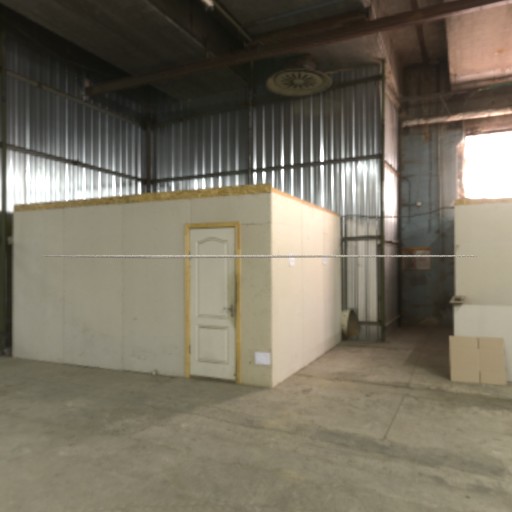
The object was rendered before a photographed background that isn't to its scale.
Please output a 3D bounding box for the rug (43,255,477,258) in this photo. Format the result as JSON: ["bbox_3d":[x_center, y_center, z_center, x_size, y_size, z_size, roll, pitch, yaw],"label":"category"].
[{"bbox_3d":[0.000,0.000,3.867,2.980,0.012,2.363,0,0,-36],"label":"rug"}]
